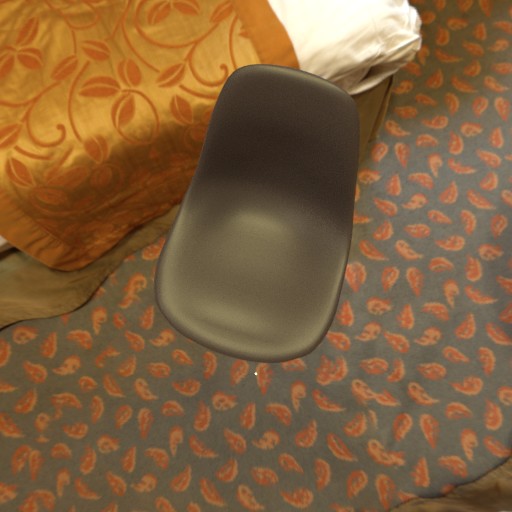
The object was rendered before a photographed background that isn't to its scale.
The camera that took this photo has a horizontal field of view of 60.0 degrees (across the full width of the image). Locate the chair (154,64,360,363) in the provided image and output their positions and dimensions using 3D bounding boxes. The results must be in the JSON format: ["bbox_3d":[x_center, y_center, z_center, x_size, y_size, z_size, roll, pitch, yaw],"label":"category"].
[{"bbox_3d":[0.000,0.000,1.167,0.470,0.825,0.533,17,76,4],"label":"chair"}]
